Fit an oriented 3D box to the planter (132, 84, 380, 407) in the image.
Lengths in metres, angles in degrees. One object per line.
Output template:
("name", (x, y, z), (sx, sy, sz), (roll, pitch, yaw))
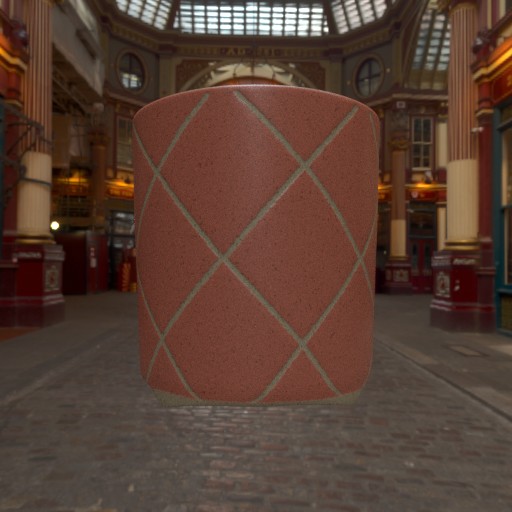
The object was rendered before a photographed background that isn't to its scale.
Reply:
("planter", (0.000, 0.000, 0.353), (0.191, 0.200, 0.191), (0, -1, 0))
